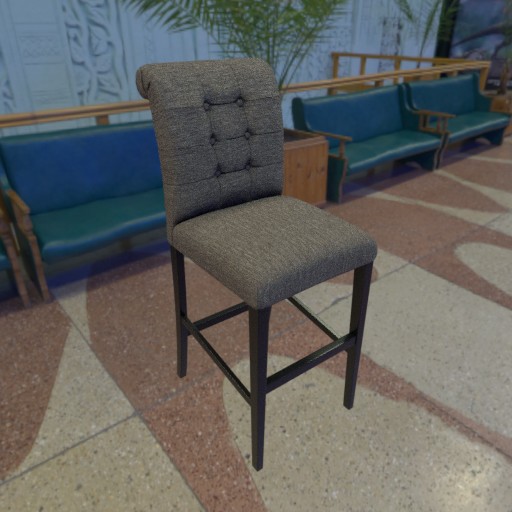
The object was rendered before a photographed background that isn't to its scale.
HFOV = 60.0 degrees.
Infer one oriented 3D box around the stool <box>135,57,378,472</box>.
[{"bbox_3d":[0.000,0.000,1.429,0.452,1.131,0.613,-19,34,-32],"label":"stool"}]
